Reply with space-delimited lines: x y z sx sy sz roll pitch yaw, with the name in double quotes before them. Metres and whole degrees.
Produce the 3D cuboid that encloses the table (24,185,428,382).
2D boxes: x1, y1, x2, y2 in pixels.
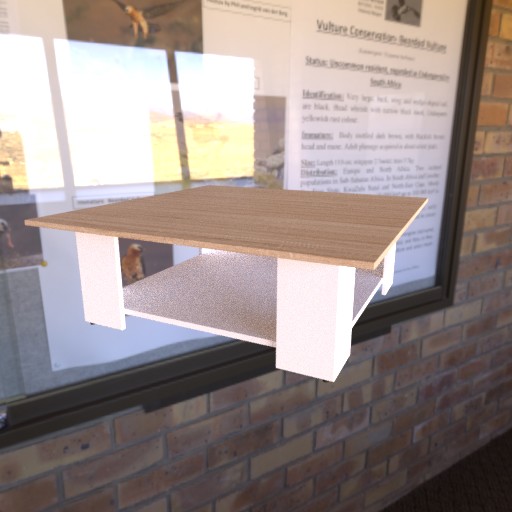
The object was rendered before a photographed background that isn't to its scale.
"table" 0.000 0.000 1.376 0.890 0.305 0.890 7 17 25
